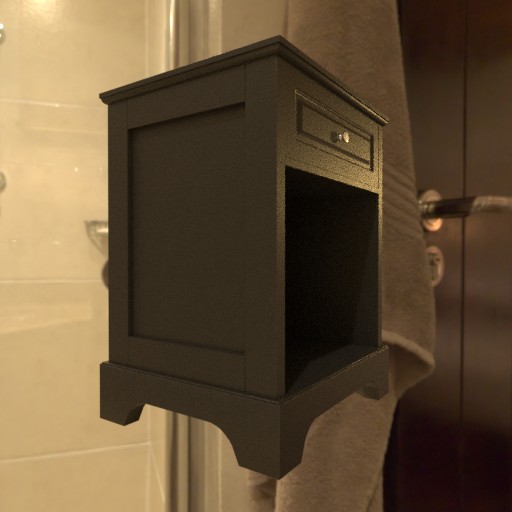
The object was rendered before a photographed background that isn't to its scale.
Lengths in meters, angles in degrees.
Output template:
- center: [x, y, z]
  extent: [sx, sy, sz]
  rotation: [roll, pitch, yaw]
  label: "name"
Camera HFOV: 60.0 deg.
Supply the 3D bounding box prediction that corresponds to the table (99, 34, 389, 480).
- center: [0.000, 0.000, 0.908]
  extent: [0.399, 0.610, 0.460]
  rotation: [0, 1, 35]
  label: "table"
